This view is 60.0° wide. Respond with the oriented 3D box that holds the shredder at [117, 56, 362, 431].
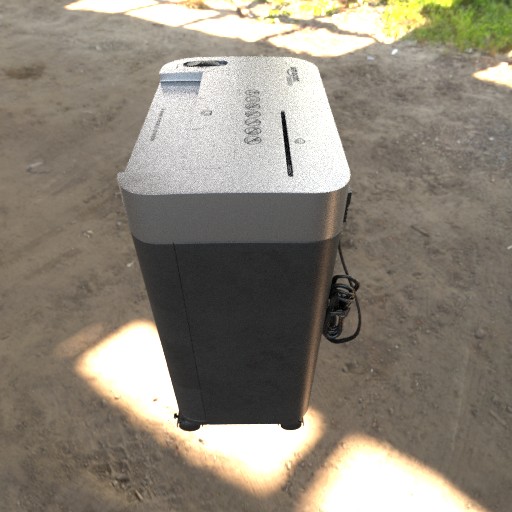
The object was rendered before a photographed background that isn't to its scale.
[{"bbox_3d":[0.000,0.000,0.597,0.237,0.419,0.311,0,42,0],"label":"shredder"}]
